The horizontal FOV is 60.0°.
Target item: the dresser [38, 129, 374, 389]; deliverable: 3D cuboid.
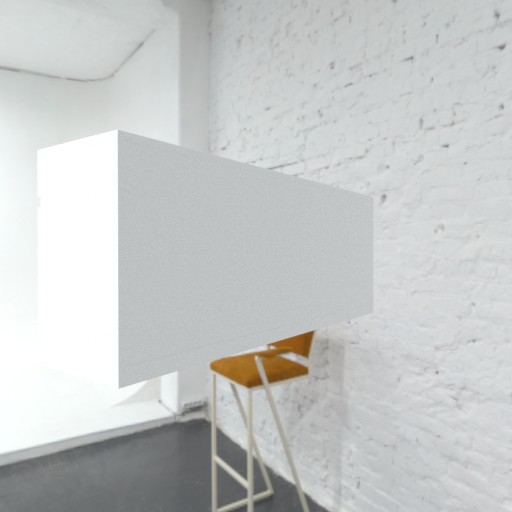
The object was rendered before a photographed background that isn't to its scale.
[{"bbox_3d":[0.000,0.000,2.470,0.500,0.840,2.200,0,1,36],"label":"dresser"}]
